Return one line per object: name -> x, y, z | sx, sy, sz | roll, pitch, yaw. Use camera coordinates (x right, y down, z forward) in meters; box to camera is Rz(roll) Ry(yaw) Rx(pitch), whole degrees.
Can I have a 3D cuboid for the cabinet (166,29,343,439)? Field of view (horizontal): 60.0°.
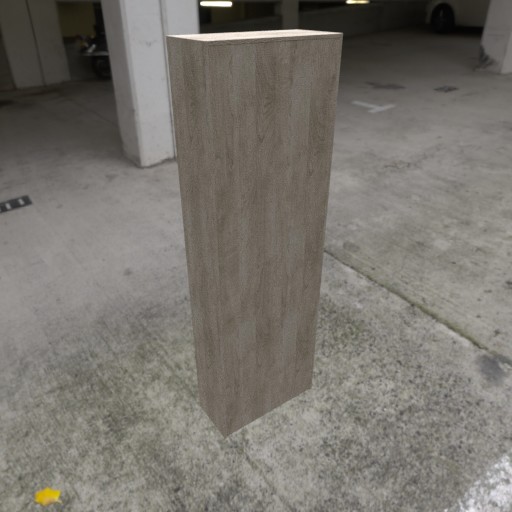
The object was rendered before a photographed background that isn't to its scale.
cabinet -> 0.000, 0.000, 1.817 | 0.520, 1.630, 0.250 | -20, 36, -30
